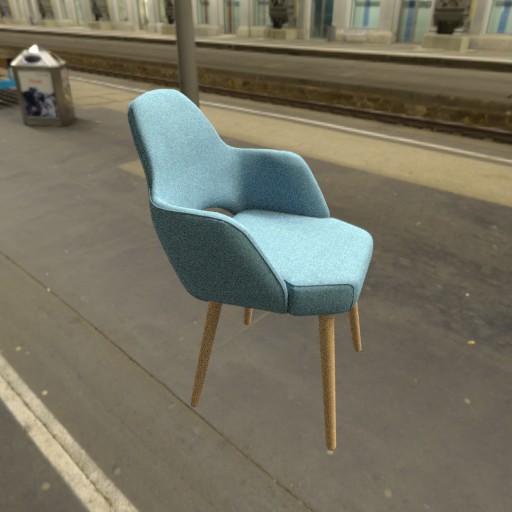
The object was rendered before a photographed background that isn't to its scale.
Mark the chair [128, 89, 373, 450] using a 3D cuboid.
[{"bbox_3d":[0.000,0.000,1.349,0.666,0.920,0.589,11,31,18],"label":"chair"}]
